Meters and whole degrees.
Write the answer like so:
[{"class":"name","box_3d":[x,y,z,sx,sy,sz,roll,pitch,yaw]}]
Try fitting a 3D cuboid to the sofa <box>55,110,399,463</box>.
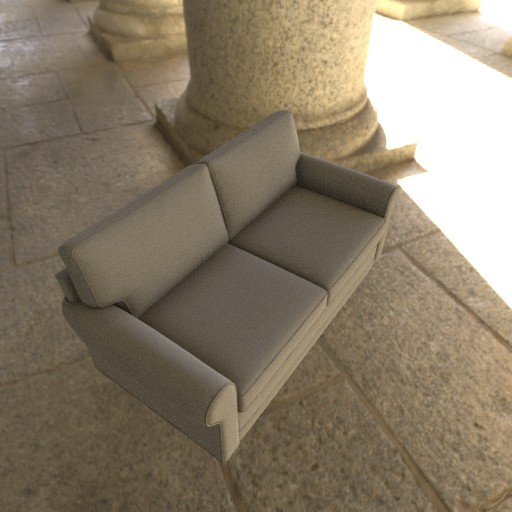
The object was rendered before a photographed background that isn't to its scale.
[{"class":"sofa","box_3d":[0.000,0.000,2.454,0.940,0.952,1.930,25,47,26]}]
